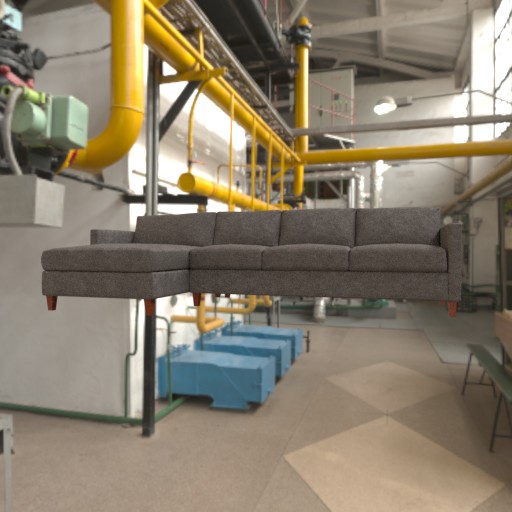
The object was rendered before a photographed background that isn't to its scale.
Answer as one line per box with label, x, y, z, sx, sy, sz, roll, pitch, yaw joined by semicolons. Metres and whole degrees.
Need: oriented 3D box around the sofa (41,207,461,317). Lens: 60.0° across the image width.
sofa;0.000;0.000;4.105;3.471;0.954;1.606;0;1;18
